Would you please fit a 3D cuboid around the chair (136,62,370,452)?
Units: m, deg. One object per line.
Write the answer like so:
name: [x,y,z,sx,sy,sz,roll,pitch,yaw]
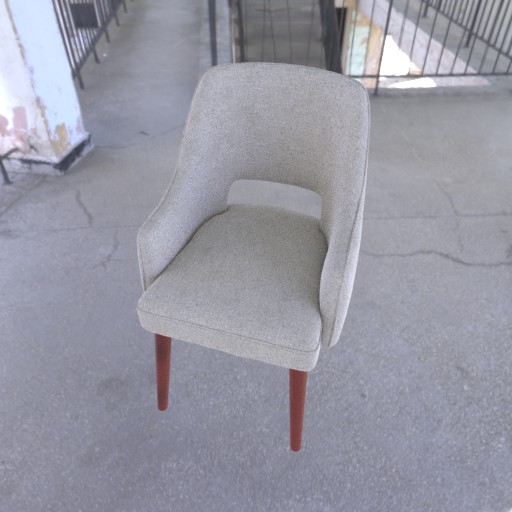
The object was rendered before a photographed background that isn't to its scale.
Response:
chair: [0.000,0.000,1.230,0.548,0.849,0.605,12,43,13]
